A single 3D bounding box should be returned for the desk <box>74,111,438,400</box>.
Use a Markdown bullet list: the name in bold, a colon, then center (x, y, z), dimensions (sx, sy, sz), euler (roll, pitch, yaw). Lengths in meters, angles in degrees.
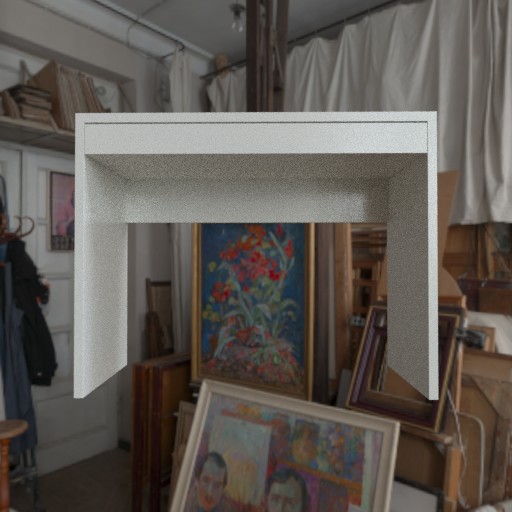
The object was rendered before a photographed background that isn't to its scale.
- **desk**: center (0.000, 0.000, 1.421), dimensions (1.000, 0.790, 0.400), euler (0, -1, 1)
